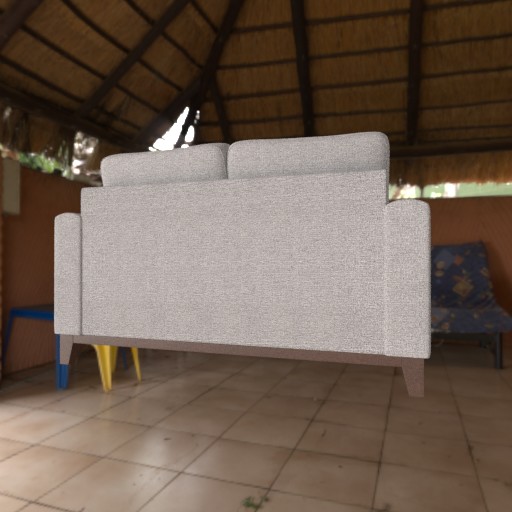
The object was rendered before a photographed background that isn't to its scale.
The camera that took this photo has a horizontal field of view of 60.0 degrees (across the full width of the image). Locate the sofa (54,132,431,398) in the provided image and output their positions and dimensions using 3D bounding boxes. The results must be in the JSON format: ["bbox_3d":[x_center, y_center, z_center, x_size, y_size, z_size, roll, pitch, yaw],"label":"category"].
[{"bbox_3d":[0.000,0.000,1.994,1.420,0.873,0.917,0,0,18],"label":"sofa"}]
